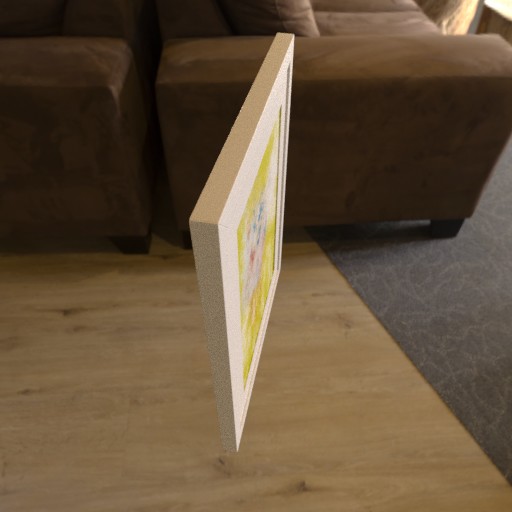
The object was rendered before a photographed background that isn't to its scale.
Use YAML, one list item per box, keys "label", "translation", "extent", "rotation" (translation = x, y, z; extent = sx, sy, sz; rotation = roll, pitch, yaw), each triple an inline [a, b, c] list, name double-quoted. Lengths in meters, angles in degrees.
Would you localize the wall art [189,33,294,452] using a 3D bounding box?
- label: "wall art"
  translation: [0.000, 0.000, 0.749]
  extent: [0.028, 0.556, 0.454]
  rotation: [9, 47, 8]
